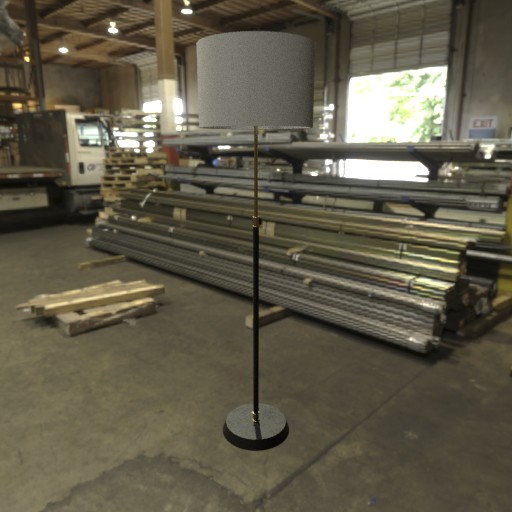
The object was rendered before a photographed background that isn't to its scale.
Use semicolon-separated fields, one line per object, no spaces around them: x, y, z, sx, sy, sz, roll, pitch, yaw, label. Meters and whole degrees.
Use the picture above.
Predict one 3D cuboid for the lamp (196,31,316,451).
0.000;0.000;1.699;0.404;1.517;0.404;14;20;42;lamp
